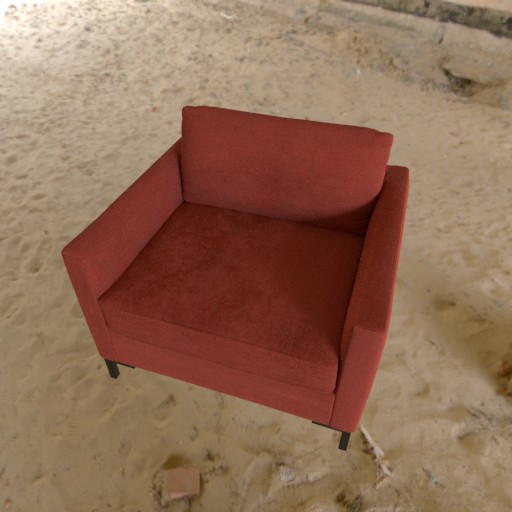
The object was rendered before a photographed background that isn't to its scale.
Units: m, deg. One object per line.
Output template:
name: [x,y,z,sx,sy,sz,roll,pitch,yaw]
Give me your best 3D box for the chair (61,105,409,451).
chair: [0.000,0.000,1.605,0.964,0.812,0.875,12,42,14]
